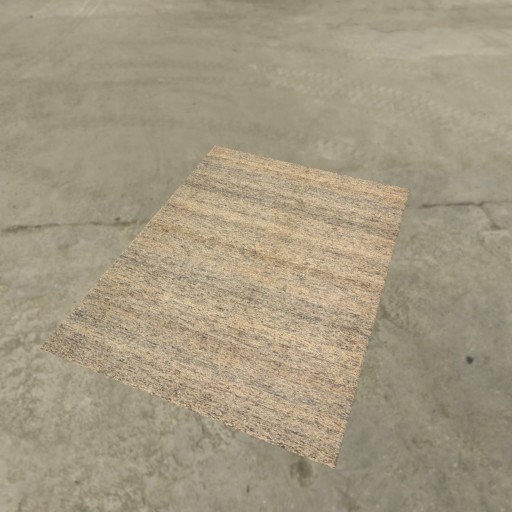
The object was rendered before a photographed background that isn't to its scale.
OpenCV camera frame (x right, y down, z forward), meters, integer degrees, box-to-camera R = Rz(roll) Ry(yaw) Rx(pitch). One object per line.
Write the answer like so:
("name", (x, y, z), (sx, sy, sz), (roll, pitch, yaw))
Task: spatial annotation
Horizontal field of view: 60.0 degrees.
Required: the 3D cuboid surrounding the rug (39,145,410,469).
("rug", (0.000, 0.000, 4.237), (2.414, 0.036, 3.199), (16, 48, 15))
